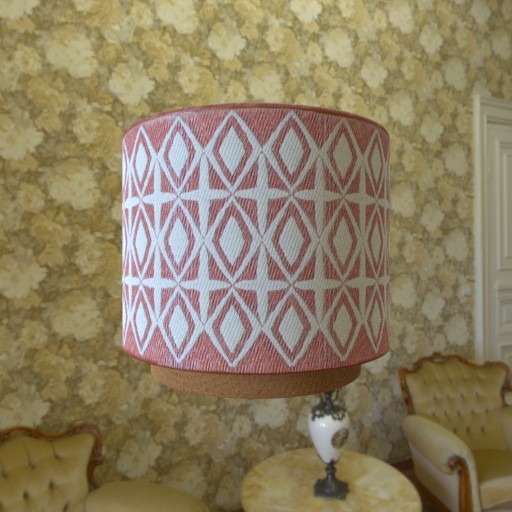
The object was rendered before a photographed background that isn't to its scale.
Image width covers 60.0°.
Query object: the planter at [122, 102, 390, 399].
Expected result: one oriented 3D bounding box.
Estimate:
[{"bbox_3d":[0.000,0.000,0.473,0.273,0.237,0.273,0,0,0],"label":"planter"}]
